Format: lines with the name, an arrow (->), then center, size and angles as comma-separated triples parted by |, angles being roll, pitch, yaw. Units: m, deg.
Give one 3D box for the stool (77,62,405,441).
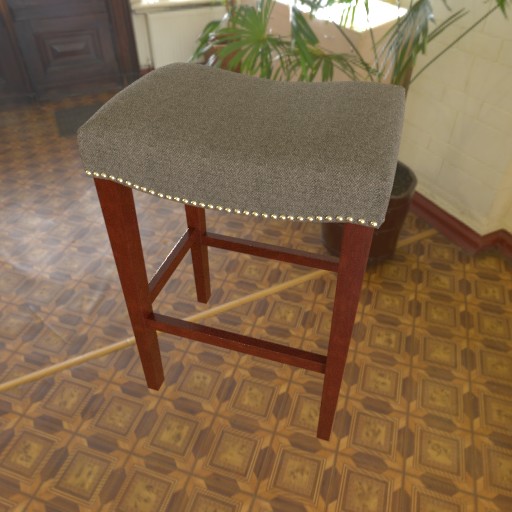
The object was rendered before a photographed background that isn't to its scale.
stool -> 0.000, 0.000, 1.000 | 0.504, 0.742, 0.372 | 12, 42, 13
